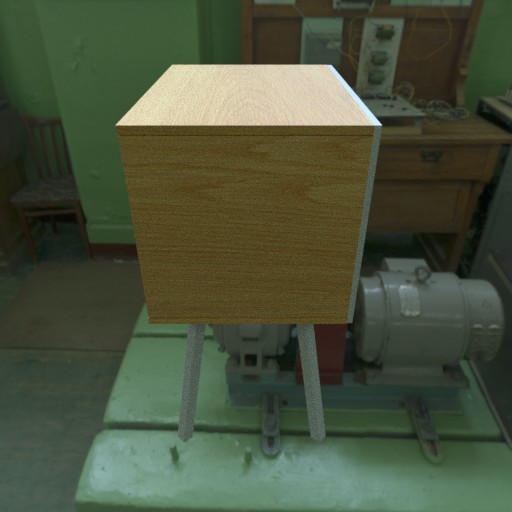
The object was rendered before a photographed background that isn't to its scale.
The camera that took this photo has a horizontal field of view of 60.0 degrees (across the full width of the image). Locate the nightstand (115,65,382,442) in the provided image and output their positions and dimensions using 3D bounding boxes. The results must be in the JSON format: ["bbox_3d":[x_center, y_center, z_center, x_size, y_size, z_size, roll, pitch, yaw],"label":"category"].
[{"bbox_3d":[0.000,0.000,0.828,0.316,0.601,0.400,0,32,0],"label":"nightstand"}]
